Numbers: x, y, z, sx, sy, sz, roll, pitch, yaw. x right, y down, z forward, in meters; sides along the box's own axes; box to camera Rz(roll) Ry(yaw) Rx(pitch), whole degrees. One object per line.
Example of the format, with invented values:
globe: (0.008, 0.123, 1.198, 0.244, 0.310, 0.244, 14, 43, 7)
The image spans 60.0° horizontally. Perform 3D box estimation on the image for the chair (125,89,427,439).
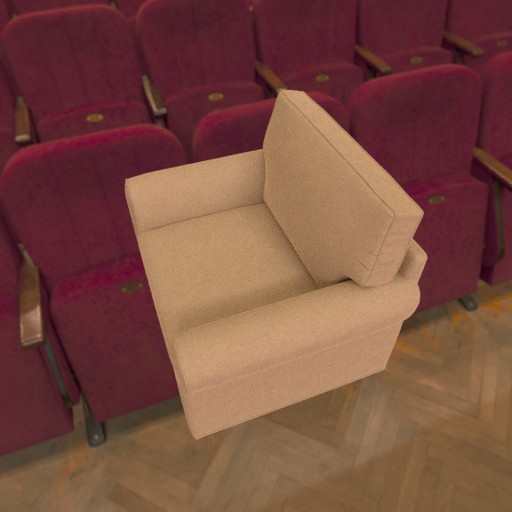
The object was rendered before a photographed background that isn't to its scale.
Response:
chair: (0.000, 0.000, 1.783, 0.863, 0.955, 1.040, -15, 47, -14)
